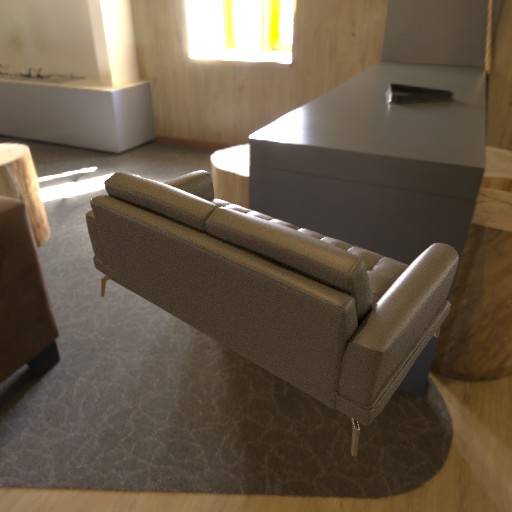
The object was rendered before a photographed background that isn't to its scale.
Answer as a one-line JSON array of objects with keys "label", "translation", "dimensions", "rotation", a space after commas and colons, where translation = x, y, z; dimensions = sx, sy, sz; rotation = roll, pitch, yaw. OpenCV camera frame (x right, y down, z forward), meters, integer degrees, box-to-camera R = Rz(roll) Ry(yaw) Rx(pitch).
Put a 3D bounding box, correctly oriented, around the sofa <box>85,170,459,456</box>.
[{"label": "sofa", "translation": [0.000, 0.000, 2.788], "dimensions": [2.177, 0.930, 1.121], "rotation": [22, 37, 33]}]
